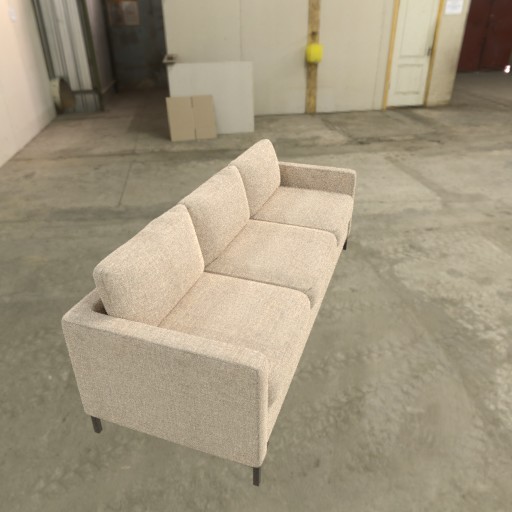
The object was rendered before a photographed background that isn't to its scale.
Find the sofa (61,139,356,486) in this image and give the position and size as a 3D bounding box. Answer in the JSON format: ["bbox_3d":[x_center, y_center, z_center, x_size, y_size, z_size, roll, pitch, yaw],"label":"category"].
[{"bbox_3d":[0.000,0.000,2.615,0.859,0.874,2.218,10,31,17],"label":"sofa"}]
